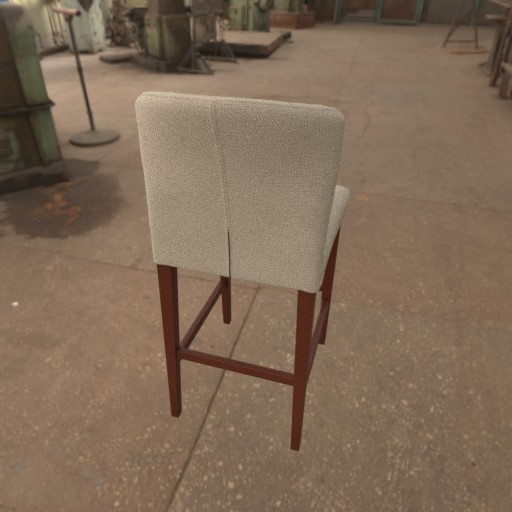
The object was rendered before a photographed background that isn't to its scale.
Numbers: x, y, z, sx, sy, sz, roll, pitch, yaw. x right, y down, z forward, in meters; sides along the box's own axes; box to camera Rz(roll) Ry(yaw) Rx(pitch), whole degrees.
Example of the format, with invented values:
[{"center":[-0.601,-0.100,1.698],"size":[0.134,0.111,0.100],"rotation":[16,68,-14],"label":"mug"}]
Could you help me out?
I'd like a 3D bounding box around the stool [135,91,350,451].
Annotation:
[{"center":[0.000,0.000,1.357],"size":[0.481,1.069,0.568],"rotation":[10,35,14],"label":"stool"}]
